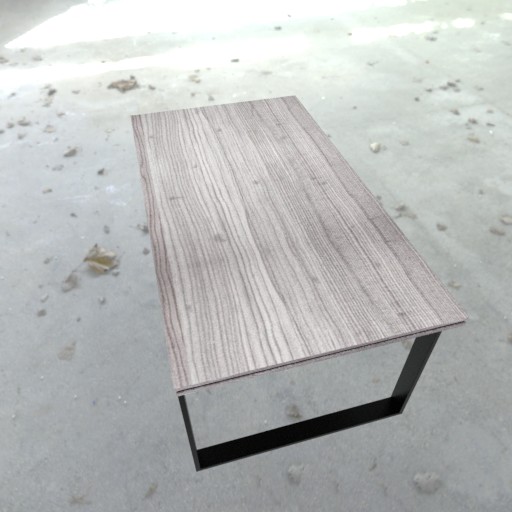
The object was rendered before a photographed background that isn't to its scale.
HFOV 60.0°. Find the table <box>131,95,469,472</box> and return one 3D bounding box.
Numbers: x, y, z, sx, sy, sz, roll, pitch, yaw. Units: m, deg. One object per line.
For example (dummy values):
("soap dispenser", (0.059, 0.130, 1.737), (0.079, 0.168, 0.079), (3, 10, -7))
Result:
("table", (0.000, 0.000, 2.038), (0.881, 0.736, 1.579), (-11, 45, -11))
